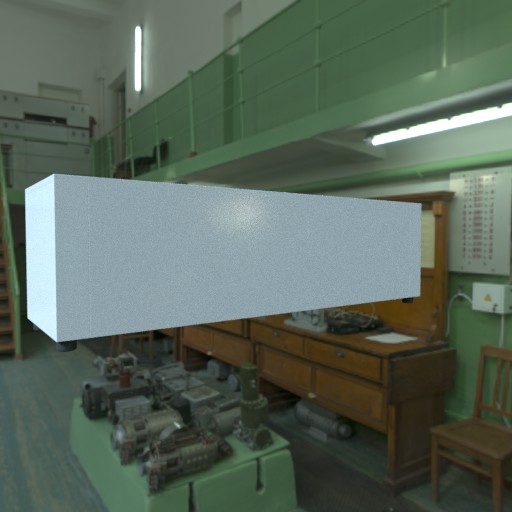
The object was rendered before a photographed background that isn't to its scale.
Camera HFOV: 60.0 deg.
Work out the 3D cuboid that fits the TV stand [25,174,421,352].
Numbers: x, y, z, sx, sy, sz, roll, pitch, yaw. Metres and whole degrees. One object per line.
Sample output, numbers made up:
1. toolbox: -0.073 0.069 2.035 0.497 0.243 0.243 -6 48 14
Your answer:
1. TV stand: 0.000 0.000 1.680 1.500 0.440 0.410 -2 3 -36
